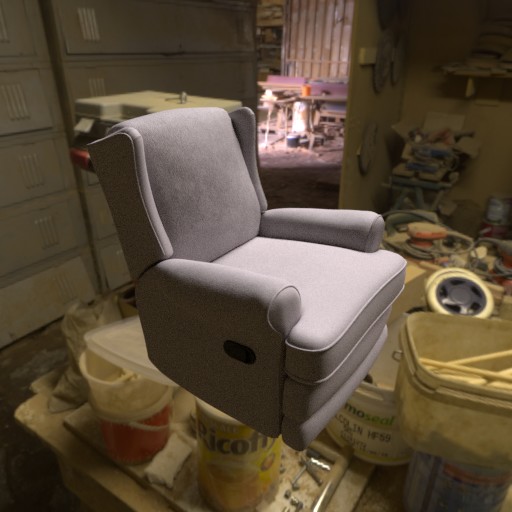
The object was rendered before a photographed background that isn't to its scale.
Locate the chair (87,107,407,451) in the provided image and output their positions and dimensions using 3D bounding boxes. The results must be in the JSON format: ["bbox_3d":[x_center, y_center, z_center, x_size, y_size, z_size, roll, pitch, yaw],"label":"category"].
[{"bbox_3d":[0.000,0.000,1.686,0.969,1.011,0.847,17,30,32],"label":"chair"}]
